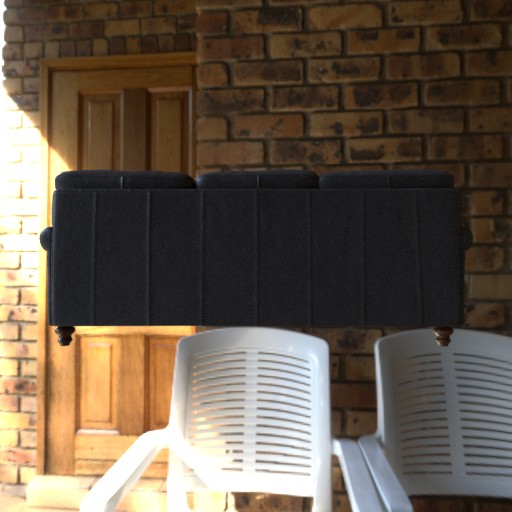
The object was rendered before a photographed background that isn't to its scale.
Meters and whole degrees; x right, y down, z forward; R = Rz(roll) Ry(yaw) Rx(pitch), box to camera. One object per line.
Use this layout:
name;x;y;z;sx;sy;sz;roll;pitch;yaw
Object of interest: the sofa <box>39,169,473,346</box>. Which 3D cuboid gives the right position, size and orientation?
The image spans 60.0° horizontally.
sofa;0.000;0.000;2.790;2.387;0.977;0.974;0;-1;0
